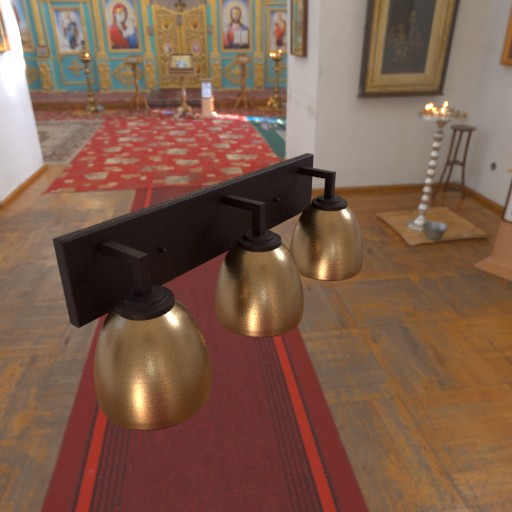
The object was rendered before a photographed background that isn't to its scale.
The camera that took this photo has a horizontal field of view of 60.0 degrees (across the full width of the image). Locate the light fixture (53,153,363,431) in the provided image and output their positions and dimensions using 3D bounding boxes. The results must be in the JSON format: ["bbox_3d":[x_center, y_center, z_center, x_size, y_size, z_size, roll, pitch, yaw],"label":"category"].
[{"bbox_3d":[0.000,0.000,0.684,0.157,0.204,0.582,18,30,33],"label":"light fixture"}]
